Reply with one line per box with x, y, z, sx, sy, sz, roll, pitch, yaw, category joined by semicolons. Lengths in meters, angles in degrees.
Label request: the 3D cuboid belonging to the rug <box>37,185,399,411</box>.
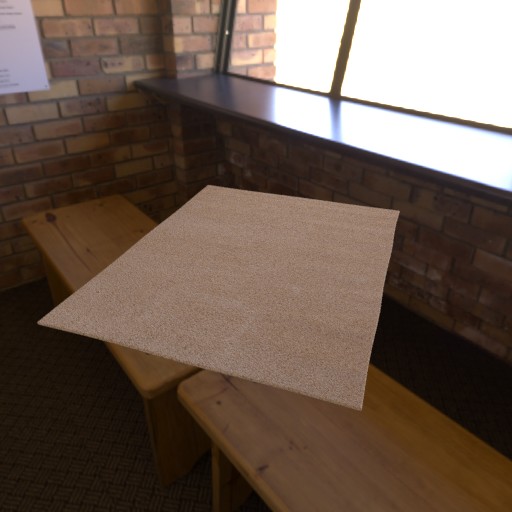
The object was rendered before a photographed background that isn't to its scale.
0.000;0.000;4.189;2.400;0.025;3.000;10;32;17;rug
